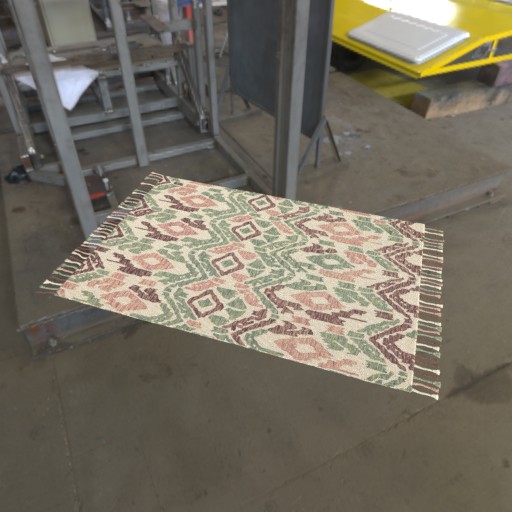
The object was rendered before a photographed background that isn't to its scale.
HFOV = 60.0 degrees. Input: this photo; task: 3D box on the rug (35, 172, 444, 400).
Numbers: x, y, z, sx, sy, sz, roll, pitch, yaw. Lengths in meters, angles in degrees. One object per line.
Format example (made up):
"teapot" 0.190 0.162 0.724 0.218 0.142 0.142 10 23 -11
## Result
"rug" 0.000 0.000 3.029 2.438 0.011 1.524 12 43 14
